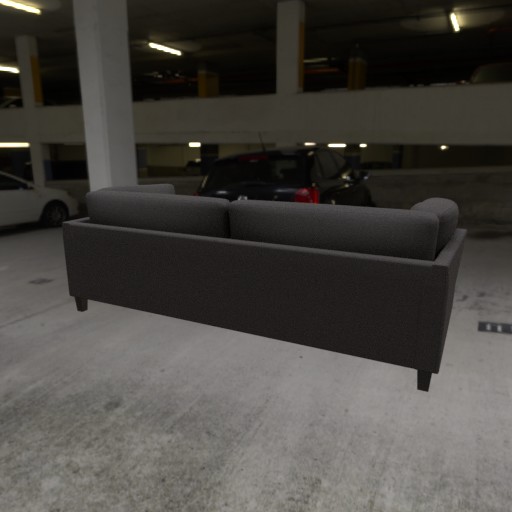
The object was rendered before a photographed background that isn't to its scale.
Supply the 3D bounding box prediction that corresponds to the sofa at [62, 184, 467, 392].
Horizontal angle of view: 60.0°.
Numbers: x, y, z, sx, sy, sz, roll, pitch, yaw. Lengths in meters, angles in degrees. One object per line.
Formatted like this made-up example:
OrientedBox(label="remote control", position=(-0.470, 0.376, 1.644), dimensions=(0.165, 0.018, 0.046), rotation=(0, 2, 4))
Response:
OrientedBox(label="sofa", position=(0.000, 0.000, 2.752), dimensions=(2.312, 0.792, 0.969), rotation=(7, 16, 26))
